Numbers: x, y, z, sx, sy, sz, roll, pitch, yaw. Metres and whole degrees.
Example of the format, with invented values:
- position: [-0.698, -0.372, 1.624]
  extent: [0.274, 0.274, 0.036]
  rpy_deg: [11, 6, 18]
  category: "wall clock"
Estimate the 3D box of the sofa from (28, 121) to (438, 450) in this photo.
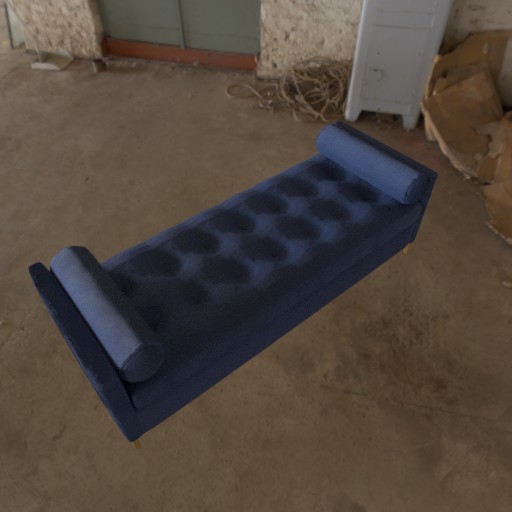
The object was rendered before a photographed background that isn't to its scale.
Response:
- position: [0.000, 0.000, 2.480]
  extent: [2.102, 0.705, 0.796]
  rpy_deg: [-31, 53, -26]
  category: "sofa"
